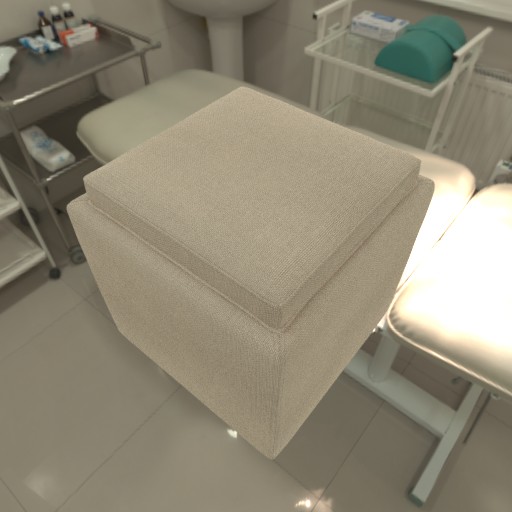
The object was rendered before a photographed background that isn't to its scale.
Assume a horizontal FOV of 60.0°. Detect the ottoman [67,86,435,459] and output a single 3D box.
[{"bbox_3d":[0.000,0.000,0.840,0.451,0.460,0.450,32,55,25],"label":"ottoman"}]
